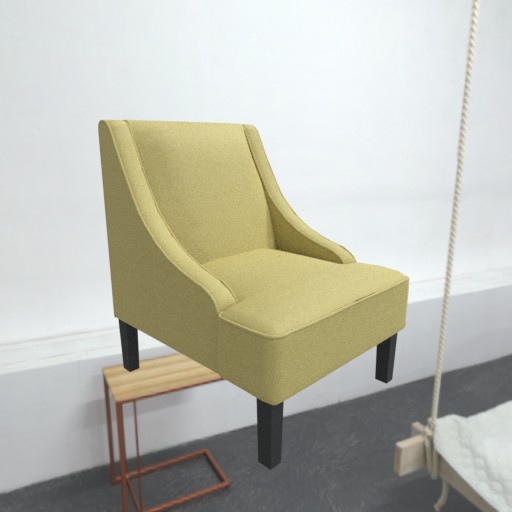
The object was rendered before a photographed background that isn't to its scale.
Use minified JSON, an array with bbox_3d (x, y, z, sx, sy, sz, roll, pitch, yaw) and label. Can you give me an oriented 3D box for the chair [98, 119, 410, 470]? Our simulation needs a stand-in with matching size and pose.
[{"bbox_3d":[0.000,0.000,1.514,0.814,0.896,0.696,14,20,43],"label":"chair"}]
